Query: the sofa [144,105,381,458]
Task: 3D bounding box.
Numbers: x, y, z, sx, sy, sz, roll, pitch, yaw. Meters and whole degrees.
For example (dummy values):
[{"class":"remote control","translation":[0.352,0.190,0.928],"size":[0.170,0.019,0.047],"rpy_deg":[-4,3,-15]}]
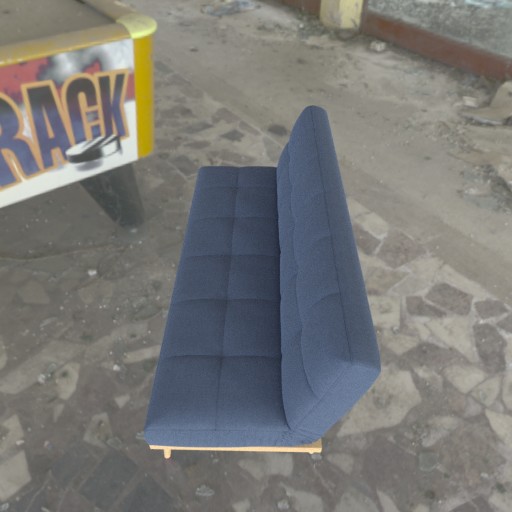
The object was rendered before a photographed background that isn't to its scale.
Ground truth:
[{"class":"sofa","translation":[0.000,0.000,2.211],"size":[0.796,0.800,1.800],"rpy_deg":[1,43,1]}]
